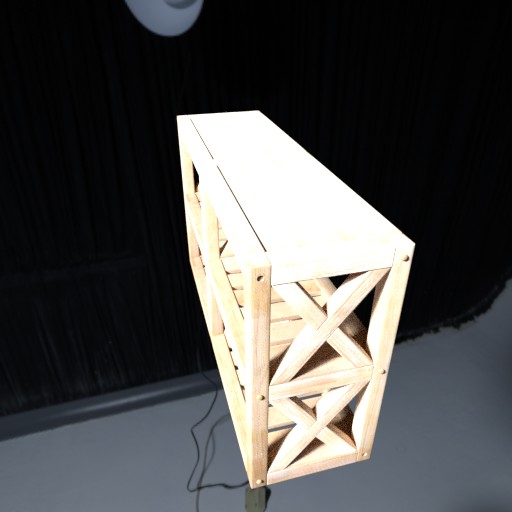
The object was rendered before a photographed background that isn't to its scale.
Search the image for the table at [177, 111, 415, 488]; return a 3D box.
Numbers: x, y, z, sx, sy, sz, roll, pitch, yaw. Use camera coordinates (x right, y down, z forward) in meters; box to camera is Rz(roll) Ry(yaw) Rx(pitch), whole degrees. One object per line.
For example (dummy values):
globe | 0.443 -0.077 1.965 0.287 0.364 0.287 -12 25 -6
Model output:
table | 0.000 0.000 1.673 0.381 0.762 1.320 -8 32 -13
